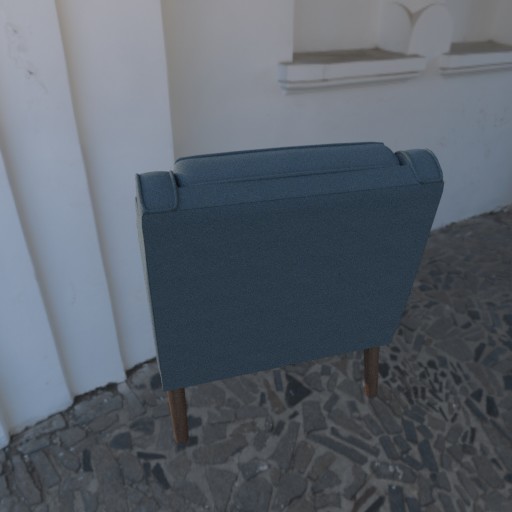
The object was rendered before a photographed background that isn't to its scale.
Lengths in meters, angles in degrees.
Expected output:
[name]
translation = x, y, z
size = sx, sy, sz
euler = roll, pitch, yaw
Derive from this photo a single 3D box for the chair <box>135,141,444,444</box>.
[chair]
translation = 0.000, 0.000, 1.334
size = 0.663, 0.780, 0.733
euler = -8, 29, -15
